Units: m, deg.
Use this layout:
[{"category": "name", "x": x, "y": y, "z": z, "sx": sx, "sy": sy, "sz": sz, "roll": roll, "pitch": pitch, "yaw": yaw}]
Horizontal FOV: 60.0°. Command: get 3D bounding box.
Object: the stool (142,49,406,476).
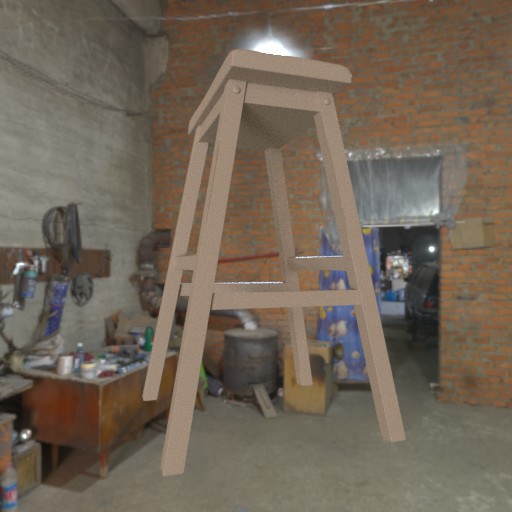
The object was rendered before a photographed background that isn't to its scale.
[{"category": "stool", "x": 0.000, "y": 0.000, "z": 1.028, "sx": 0.476, "sy": 0.737, "sz": 0.457, "roll": 0, "pitch": -1, "yaw": -18}]
